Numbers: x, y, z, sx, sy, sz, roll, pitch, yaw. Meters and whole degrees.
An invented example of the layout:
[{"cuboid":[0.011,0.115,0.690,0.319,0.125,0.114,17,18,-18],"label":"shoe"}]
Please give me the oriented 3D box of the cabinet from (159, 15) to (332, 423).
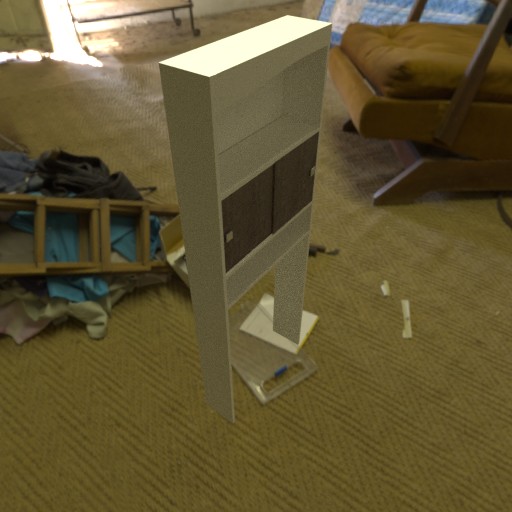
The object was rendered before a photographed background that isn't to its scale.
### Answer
[{"cuboid":[0.000,0.000,1.955,0.192,1.770,0.643,26,48,27],"label":"cabinet"}]
